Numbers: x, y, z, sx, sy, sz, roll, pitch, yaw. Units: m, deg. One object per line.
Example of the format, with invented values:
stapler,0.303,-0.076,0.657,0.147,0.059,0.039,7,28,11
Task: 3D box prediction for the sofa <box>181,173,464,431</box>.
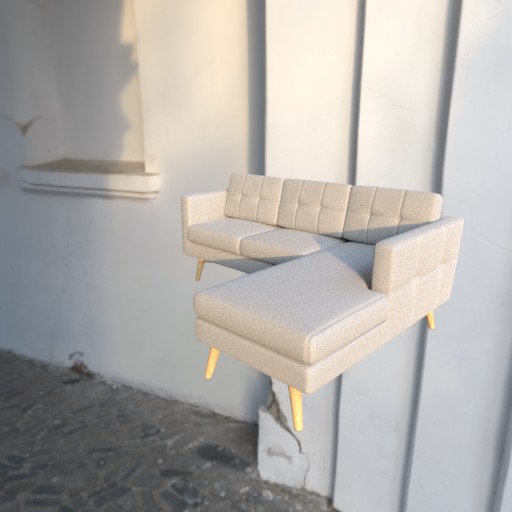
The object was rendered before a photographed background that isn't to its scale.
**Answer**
sofa,0.000,0.000,2.870,2.040,0.860,1.530,15,22,42
